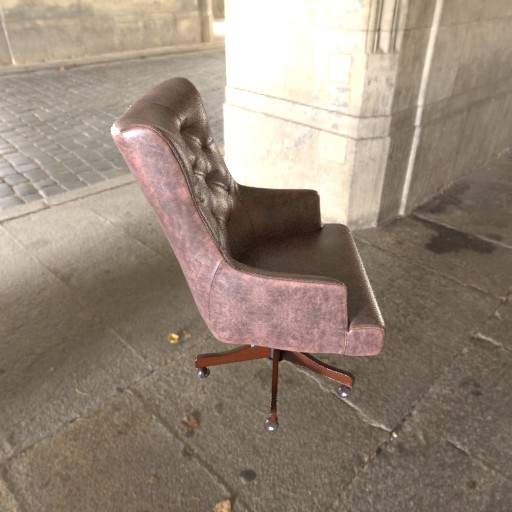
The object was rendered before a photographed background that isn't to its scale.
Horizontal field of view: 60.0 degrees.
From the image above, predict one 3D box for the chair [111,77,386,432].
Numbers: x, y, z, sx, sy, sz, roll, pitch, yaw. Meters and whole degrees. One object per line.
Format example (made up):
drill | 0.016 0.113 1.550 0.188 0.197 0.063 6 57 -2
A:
chair | 0.000 0.000 1.489 0.762 1.035 0.641 0 32 0
